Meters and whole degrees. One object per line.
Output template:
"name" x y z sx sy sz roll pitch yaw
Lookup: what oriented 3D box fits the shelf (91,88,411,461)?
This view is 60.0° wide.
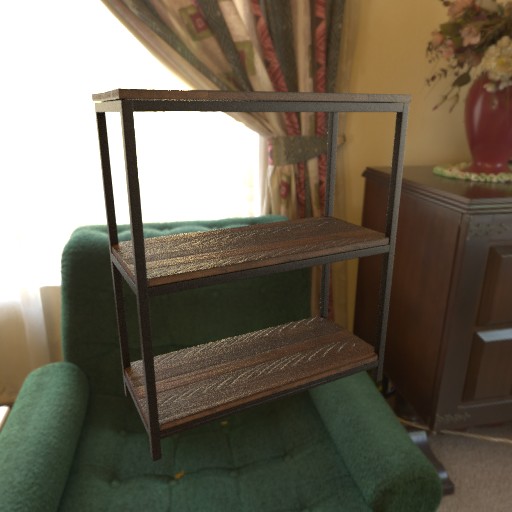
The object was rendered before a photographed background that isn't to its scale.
"shelf" 0.000 0.000 1.382 0.822 0.947 0.352 -9 20 -26
